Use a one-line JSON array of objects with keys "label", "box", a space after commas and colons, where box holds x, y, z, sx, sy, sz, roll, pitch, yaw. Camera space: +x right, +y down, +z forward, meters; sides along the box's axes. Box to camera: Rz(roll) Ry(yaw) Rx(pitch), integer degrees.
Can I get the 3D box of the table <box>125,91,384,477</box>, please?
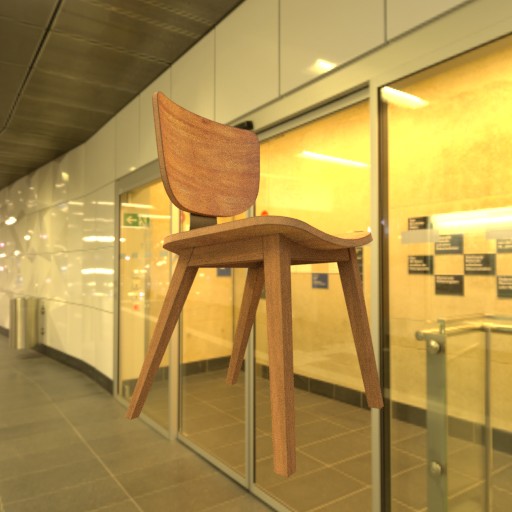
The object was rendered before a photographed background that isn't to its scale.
[{"label": "table", "box": [0.000, 0.000, 1.141, 0.500, 0.805, 0.499, -1, -2, 35]}]
